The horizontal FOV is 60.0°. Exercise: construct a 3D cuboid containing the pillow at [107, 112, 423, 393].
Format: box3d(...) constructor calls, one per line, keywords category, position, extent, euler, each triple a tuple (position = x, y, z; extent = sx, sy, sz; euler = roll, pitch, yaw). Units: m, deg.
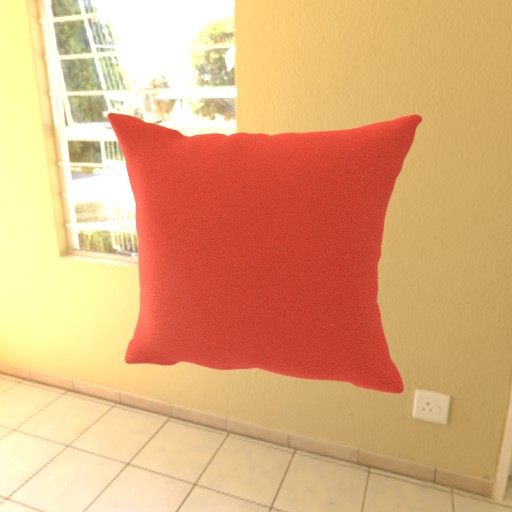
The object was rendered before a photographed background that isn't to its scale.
box3d(category="pillow", position=(0.000, 0.000, 0.808), extent=(0.559, 0.501, 0.229), euler=(3, 16, 11))
